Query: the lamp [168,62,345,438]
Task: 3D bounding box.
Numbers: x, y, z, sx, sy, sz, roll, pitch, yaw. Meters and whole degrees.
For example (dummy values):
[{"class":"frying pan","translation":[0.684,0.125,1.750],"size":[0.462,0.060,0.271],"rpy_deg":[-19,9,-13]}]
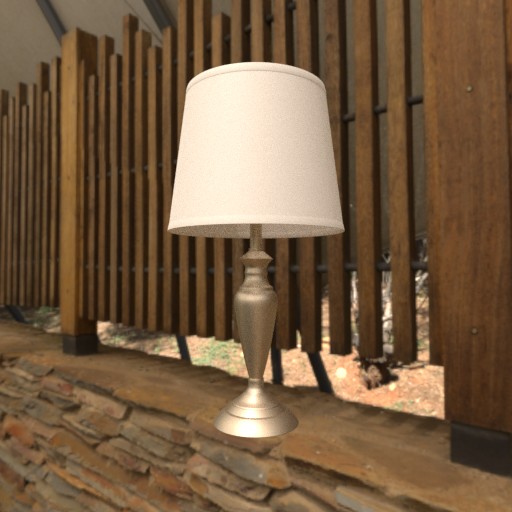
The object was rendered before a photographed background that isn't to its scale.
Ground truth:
[{"class":"lamp","translation":[0.000,0.000,0.837],"size":[0.328,0.619,0.328],"rpy_deg":[0,-2,0]}]
